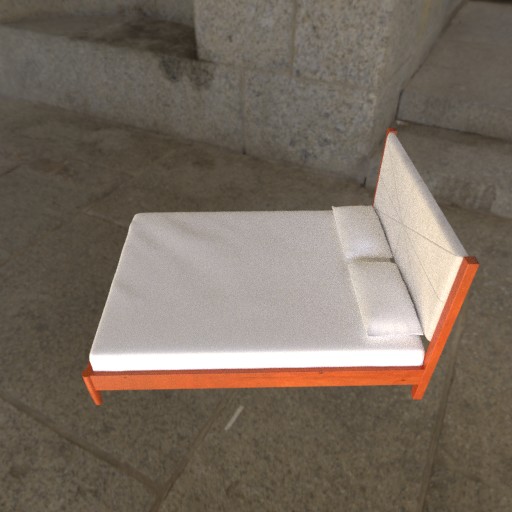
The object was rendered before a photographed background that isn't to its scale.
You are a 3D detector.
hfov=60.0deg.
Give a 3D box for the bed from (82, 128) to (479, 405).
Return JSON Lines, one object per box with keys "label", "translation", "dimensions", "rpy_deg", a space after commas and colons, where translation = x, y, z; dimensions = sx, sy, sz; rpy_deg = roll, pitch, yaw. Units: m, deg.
{"label": "bed", "translation": [0.000, 0.000, 3.077], "dimensions": [2.117, 1.165, 1.566], "rpy_deg": [-1, 40, -1]}
